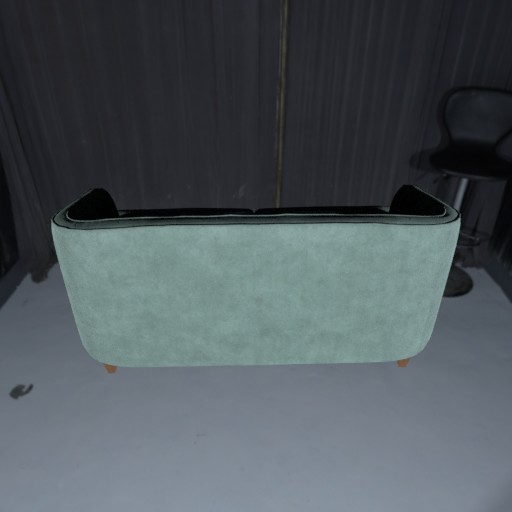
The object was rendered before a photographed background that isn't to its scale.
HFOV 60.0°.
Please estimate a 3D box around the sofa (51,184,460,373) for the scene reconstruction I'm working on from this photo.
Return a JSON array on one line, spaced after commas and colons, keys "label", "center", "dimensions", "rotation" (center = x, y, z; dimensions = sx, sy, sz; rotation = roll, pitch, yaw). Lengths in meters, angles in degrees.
[{"label": "sofa", "center": [0.000, 0.000, 2.248], "dimensions": [1.733, 0.855, 0.941], "rotation": [-1, 32, -1]}]
